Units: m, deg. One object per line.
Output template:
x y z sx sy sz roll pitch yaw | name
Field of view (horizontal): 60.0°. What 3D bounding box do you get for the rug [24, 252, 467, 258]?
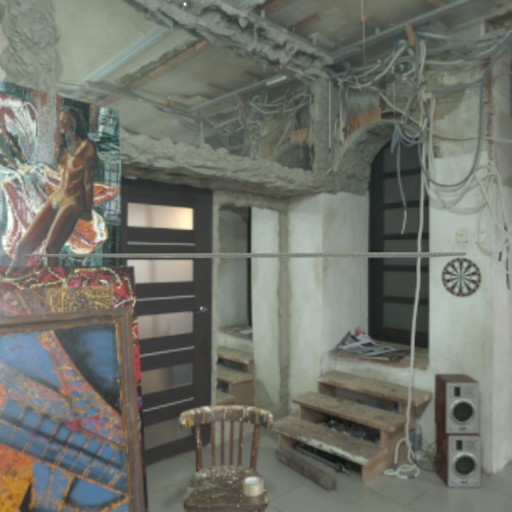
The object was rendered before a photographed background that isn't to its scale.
0.000 0.000 2.885 2.290 0.014 1.526 0 -1 17 | rug
